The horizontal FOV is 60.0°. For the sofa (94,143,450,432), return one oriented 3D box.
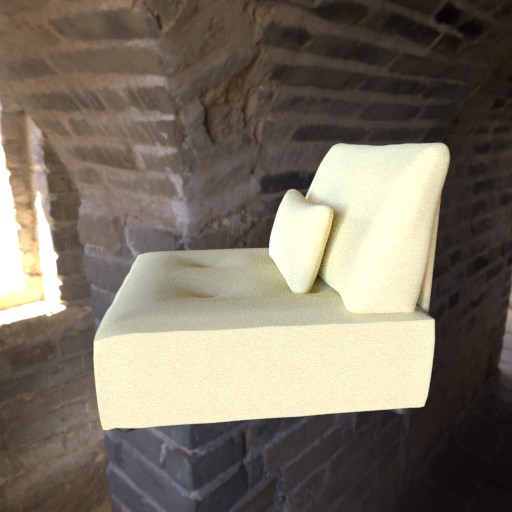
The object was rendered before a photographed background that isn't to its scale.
[{"bbox_3d":[0.000,0.000,1.661,1.000,0.820,0.930,-2,14,-7],"label":"sofa"}]
